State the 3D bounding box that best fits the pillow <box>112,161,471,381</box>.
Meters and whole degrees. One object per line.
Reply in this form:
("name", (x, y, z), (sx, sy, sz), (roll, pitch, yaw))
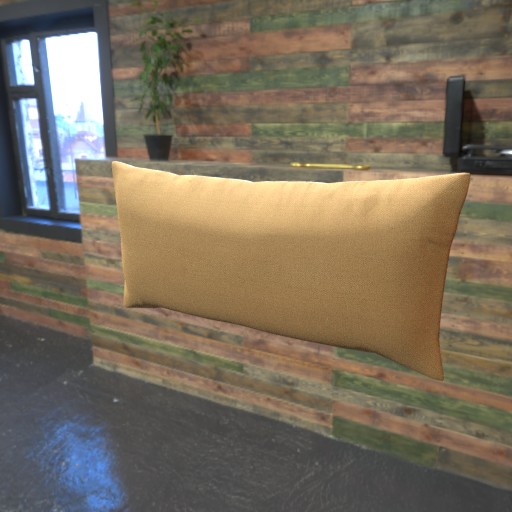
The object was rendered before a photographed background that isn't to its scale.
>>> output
("pillow", (0.000, 0.000, 0.729), (0.608, 0.291, 0.151), (8, 17, 27))
